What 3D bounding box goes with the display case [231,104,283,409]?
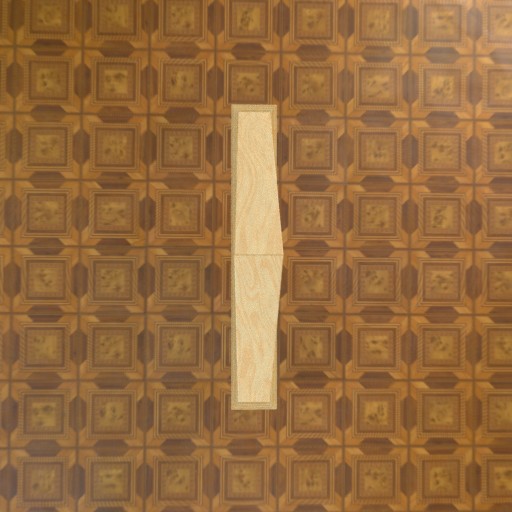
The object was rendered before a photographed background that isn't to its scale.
[{"bbox_3d":[0.000,0.000,0.767,0.095,0.340,0.640,0,90,-1],"label":"display case"}]
